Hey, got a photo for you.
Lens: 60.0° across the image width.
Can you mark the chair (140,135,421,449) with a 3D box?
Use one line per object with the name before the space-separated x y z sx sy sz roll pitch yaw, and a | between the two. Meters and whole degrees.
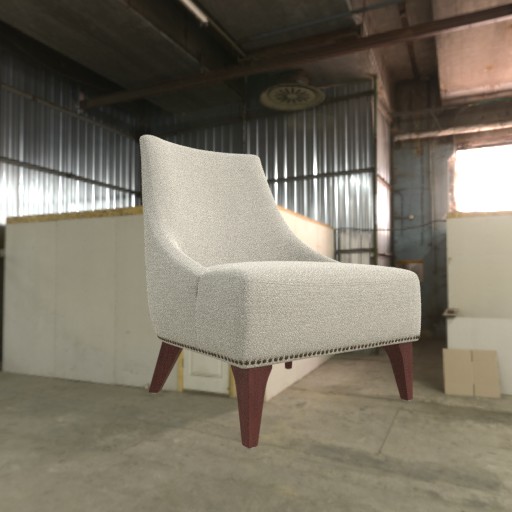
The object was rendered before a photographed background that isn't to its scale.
chair | 0.000 0.000 1.517 0.701 0.909 0.861 1 -2 -37
